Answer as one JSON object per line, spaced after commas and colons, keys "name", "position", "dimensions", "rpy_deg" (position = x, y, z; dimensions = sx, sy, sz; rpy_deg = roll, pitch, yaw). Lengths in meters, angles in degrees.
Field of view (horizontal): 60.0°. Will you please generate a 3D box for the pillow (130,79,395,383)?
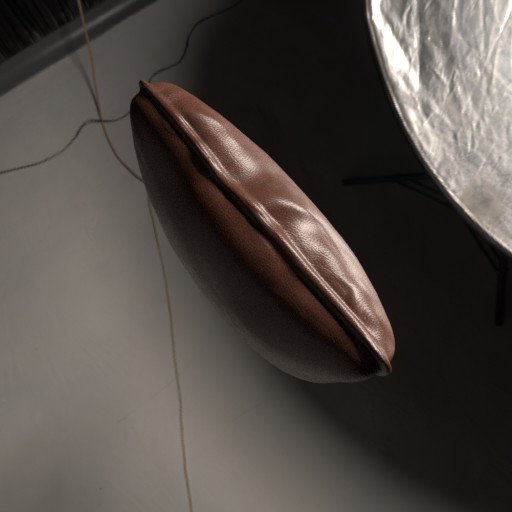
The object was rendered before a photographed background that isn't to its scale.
{"name": "pillow", "position": [0.000, 0.000, 0.813], "dimensions": [0.236, 0.523, 0.532], "rpy_deg": [-38, 79, -9]}
